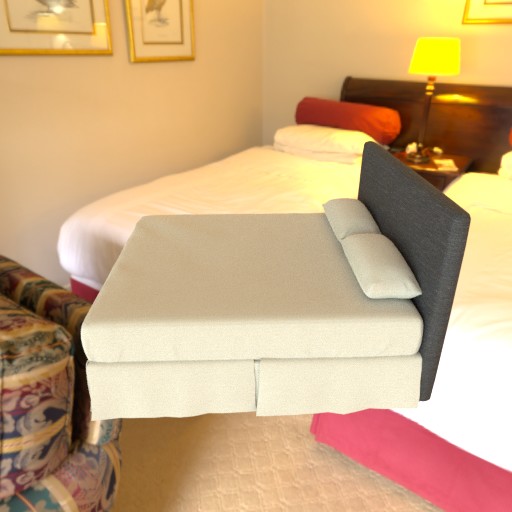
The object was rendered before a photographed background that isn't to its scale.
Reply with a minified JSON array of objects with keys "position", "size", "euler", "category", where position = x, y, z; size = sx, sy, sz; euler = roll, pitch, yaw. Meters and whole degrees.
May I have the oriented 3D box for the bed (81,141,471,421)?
[{"position":[0.000,0.000,3.275],"size":[2.142,1.330,1.884],"euler":[-1,26,-2],"category":"bed"}]
